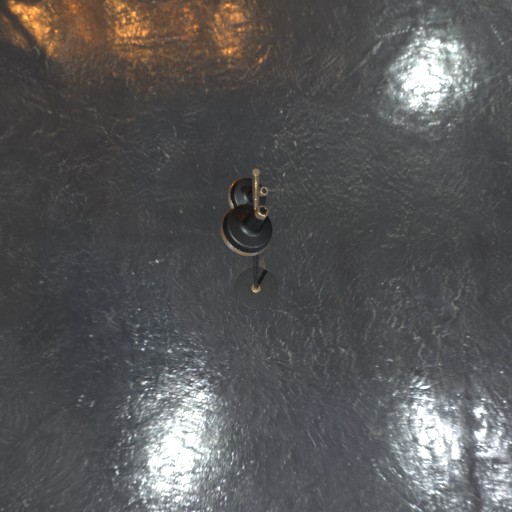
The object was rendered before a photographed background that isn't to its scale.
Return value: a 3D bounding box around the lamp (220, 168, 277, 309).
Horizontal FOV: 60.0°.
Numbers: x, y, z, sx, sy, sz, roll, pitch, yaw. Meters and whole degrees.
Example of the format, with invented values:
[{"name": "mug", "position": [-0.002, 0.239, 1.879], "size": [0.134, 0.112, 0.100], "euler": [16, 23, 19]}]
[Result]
[{"name": "lamp", "position": [0.000, 0.000, 1.852], "size": [0.253, 1.674, 0.351], "euler": [1, 76, 0]}]
